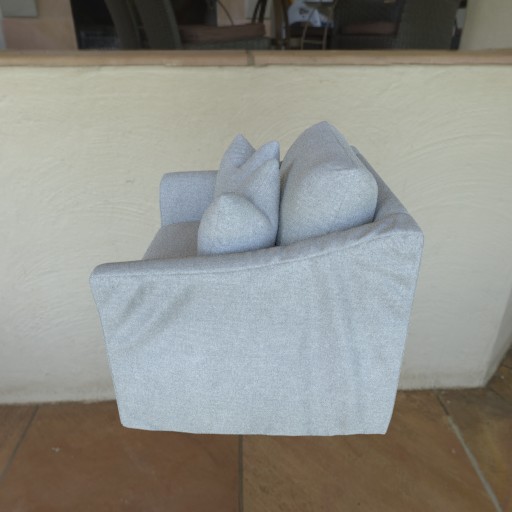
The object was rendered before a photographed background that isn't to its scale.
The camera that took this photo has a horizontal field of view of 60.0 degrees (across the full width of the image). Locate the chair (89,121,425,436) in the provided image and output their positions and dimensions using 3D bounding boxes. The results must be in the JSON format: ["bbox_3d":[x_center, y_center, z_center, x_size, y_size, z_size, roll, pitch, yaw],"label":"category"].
[{"bbox_3d":[0.000,0.000,2.014,1.071,1.059,1.194,0,26,1],"label":"chair"}]
